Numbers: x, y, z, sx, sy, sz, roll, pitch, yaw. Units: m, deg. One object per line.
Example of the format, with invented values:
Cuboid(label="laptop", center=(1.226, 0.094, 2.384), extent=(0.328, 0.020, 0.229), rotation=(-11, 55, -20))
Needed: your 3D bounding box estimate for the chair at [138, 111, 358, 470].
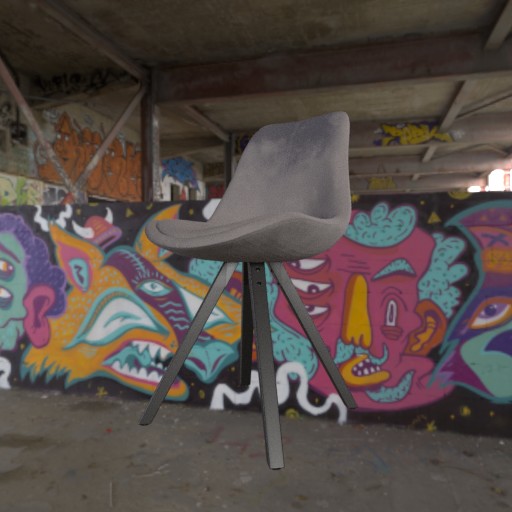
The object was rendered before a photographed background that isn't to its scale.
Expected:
Cuboid(label="chair", center=(0.000, 0.000, 1.178), extent=(0.476, 0.850, 0.550), rotation=(0, 1, 35))
